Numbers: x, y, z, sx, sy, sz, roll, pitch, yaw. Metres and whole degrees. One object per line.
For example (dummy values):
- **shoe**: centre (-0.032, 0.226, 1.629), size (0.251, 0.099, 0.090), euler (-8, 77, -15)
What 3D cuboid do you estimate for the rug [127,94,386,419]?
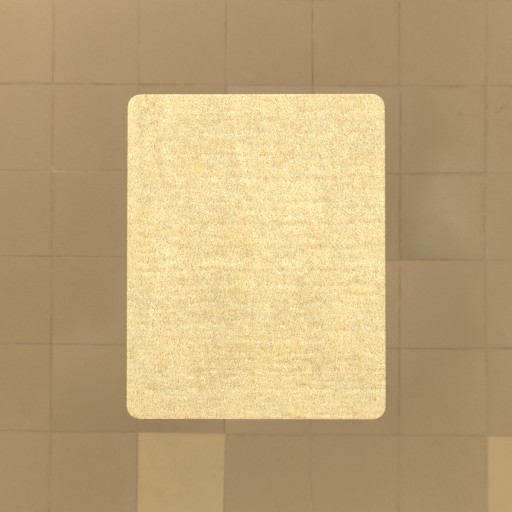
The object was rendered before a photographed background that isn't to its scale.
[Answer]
- **rug**: centre (0.000, 0.000, 3.455), size (2.009, 0.048, 2.528), euler (0, 89, 0)
